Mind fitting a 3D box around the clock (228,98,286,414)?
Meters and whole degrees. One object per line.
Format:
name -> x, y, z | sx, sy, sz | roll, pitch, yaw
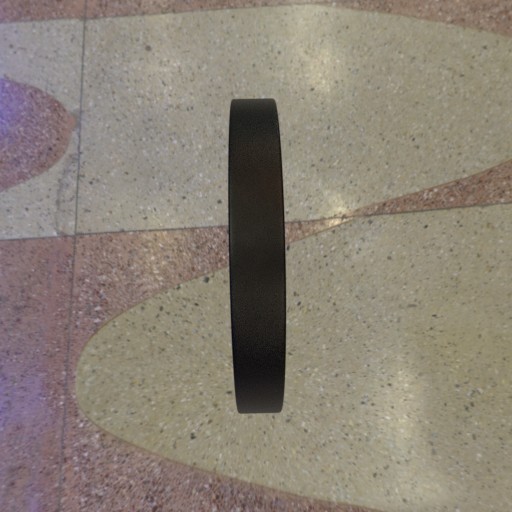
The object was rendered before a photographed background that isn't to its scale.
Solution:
clock -> 0.000, 0.000, 0.469 | 0.040, 0.314, 0.314 | -1, 74, 0
